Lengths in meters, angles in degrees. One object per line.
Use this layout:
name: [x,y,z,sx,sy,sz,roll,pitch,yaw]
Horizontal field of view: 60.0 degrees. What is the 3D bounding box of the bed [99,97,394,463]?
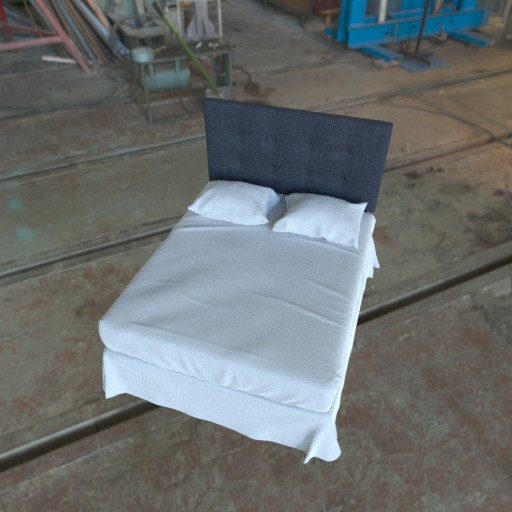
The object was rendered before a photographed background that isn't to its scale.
bed: [0.000,0.000,3.486,1.936,1.577,2.222,13,43,14]
